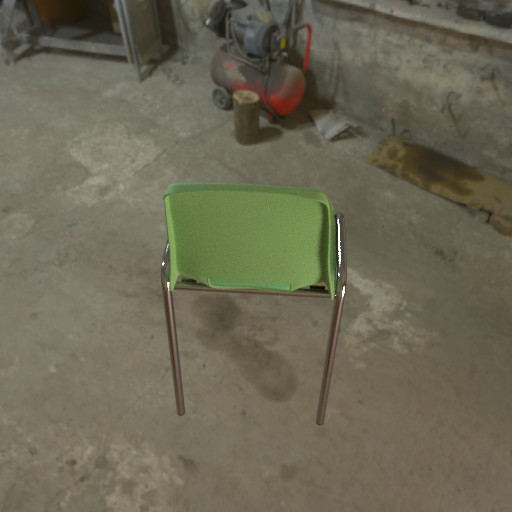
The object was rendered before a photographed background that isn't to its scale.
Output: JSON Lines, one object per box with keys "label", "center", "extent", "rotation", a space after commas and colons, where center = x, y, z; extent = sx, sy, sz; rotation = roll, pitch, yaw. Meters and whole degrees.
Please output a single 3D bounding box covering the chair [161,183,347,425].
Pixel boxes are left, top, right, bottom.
{"label": "chair", "center": [0.000, 0.000, 0.959], "extent": [0.381, 0.704, 0.436], "rotation": [3, 47, 3]}
